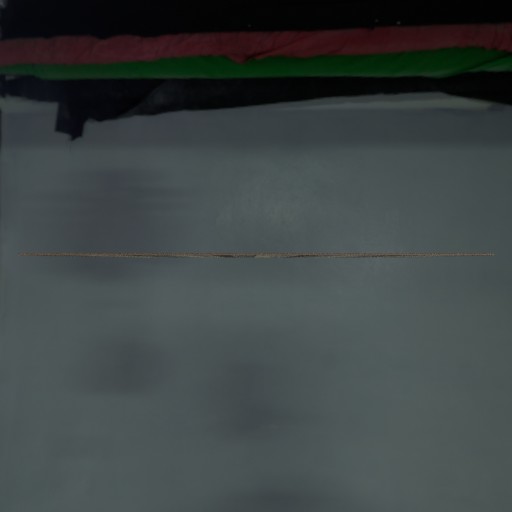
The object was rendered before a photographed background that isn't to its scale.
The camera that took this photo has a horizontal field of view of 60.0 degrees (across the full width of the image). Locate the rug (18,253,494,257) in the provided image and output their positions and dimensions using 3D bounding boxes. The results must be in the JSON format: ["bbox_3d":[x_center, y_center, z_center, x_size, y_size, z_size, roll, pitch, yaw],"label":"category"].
[{"bbox_3d":[0.000,0.000,2.307,1.829,0.008,1.219,0,-1,-1],"label":"rug"}]
